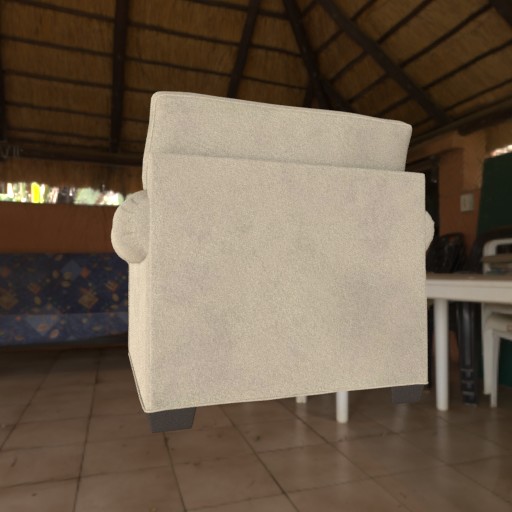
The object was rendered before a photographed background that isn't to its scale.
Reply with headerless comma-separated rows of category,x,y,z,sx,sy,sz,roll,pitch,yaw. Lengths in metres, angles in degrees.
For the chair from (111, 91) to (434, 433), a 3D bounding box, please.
chair,0.000,0.000,1.852,1.147,1.044,0.939,0,-1,-19
